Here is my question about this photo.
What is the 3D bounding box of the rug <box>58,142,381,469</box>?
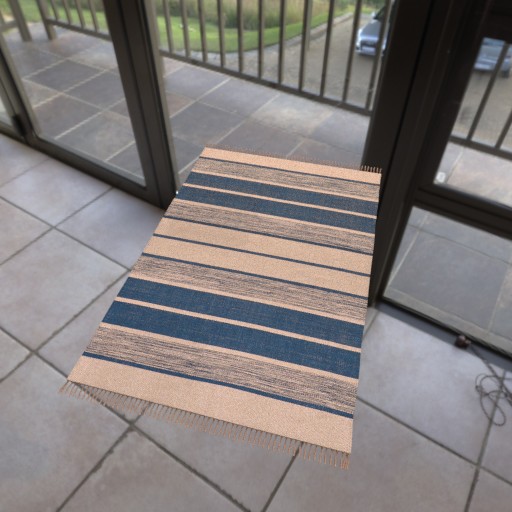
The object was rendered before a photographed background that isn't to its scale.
[{"bbox_3d":[0.000,0.000,3.011,1.532,0.010,2.441,11,48,10],"label":"rug"}]
